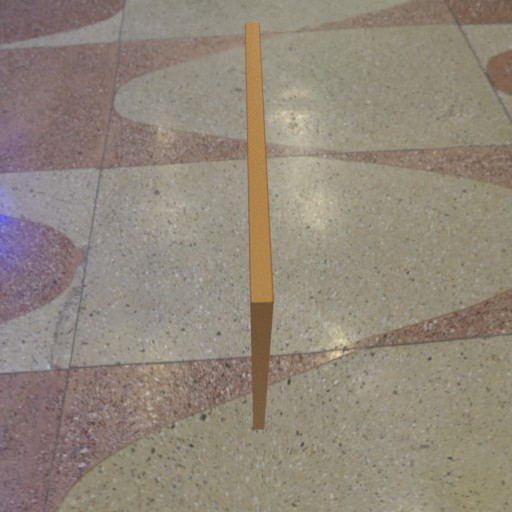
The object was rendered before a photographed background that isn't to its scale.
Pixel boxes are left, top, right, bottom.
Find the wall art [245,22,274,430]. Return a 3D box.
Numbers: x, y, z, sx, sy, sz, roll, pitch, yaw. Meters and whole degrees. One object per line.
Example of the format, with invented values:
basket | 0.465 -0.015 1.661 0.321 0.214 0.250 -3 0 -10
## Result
wall art | 0.000 0.000 0.754 0.022 0.553 0.452 -1 57 -1
